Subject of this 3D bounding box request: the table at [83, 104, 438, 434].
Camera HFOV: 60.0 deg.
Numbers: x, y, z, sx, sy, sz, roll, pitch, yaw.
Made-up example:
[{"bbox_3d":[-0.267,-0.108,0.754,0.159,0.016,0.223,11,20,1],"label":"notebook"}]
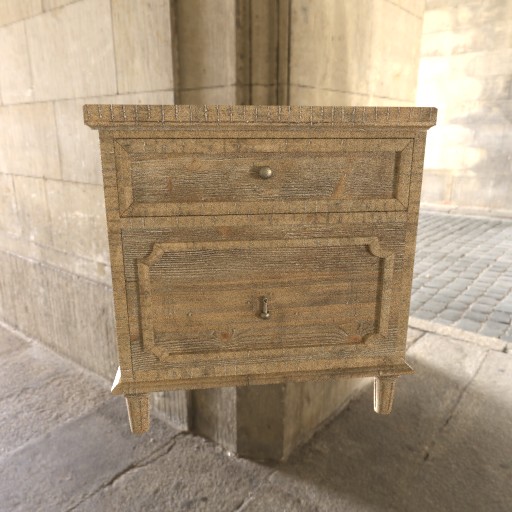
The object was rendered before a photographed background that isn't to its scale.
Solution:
[{"bbox_3d":[0.000,0.000,1.145,0.686,0.711,0.457,-2,16,-7],"label":"table"}]
